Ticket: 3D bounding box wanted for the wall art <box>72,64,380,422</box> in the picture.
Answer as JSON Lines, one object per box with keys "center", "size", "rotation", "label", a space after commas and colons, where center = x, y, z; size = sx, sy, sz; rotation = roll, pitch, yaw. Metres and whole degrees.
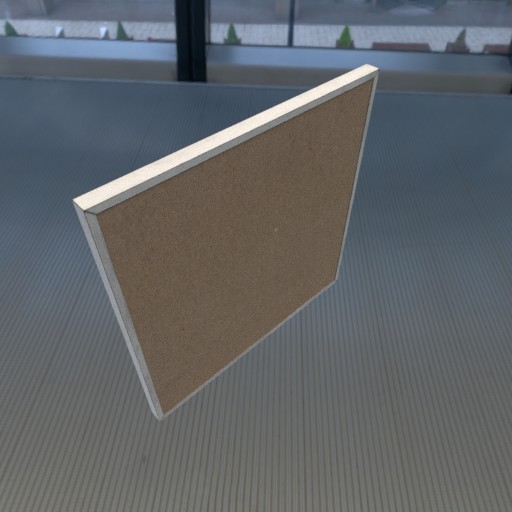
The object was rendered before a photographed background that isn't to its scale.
{"center": [0.000, 0.000, 1.147], "size": [0.762, 0.762, 0.038], "rotation": [-34, 55, -28], "label": "wall art"}
